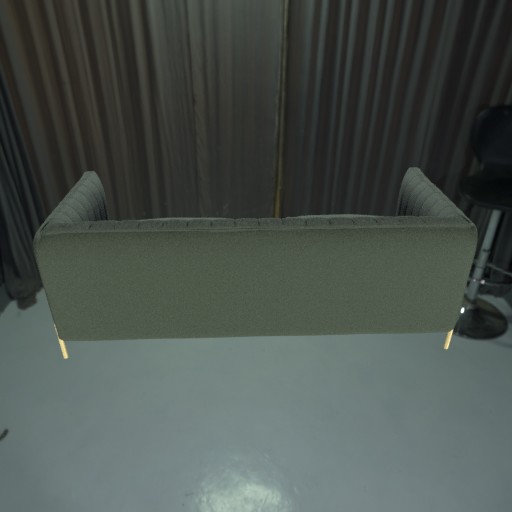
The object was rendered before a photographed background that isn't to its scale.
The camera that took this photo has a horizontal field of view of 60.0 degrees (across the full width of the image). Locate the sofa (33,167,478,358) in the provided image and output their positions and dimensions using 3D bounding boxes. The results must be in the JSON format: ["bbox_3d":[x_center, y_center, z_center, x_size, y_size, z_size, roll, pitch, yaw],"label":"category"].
[{"bbox_3d":[0.000,0.000,2.561,2.137,0.793,0.896,-1,30,-2],"label":"sofa"}]
